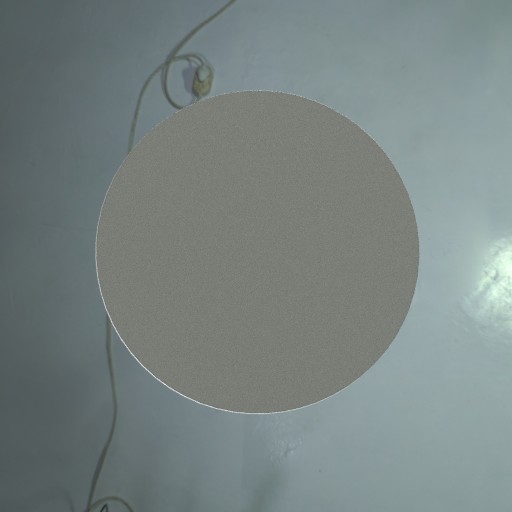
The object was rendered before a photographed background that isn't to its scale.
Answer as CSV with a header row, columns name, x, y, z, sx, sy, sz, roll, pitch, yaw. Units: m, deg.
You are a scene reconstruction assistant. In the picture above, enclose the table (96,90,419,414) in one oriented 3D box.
name,x,y,z,sx,sy,sz,roll,pitch,yaw
table,0.000,0.000,0.838,0.418,0.532,0.418,0,88,-1
